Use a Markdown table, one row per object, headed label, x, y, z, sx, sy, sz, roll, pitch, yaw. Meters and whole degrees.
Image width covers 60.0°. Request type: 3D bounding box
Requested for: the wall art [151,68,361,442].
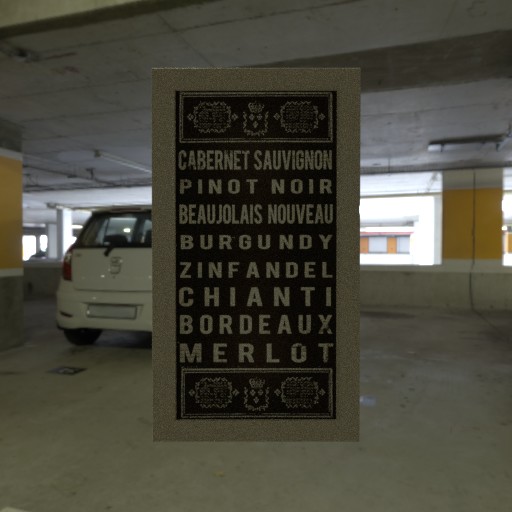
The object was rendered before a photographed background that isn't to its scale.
| label | x | y | z | sx | sy | sz | roll | pitch | yaw |
| --- | --- | --- | --- | --- | --- | --- | --- | --- | --- |
| wall art | 0.000 | 0.000 | 0.816 | 0.380 | 0.683 | 0.013 | 0 | 1 | 0 |
